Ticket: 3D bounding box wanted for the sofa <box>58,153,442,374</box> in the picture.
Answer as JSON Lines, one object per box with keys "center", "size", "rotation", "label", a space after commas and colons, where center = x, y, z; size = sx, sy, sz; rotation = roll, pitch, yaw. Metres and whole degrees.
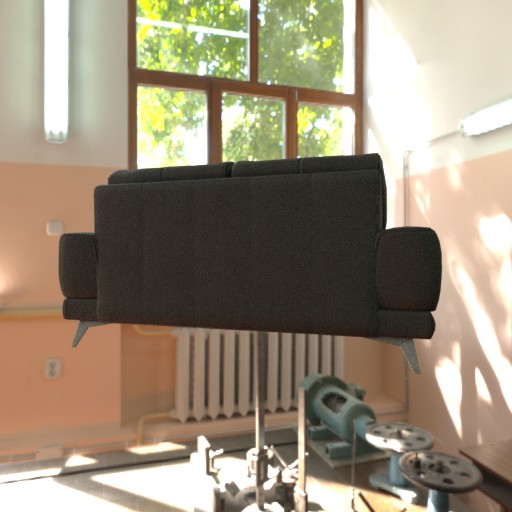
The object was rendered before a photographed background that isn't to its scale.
{"center": [0.000, 0.000, 2.406], "size": [1.806, 0.907, 1.018], "rotation": [0, 0, 18], "label": "sofa"}
